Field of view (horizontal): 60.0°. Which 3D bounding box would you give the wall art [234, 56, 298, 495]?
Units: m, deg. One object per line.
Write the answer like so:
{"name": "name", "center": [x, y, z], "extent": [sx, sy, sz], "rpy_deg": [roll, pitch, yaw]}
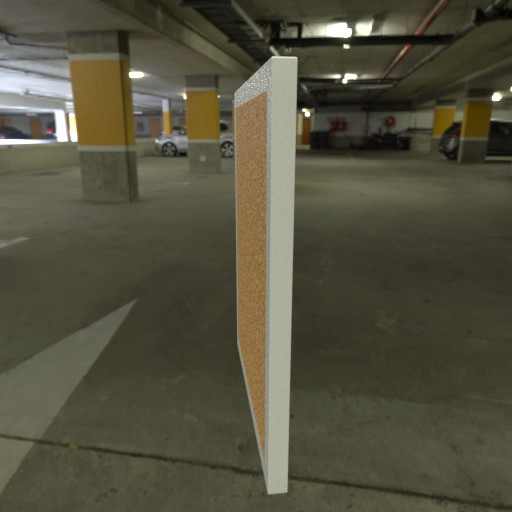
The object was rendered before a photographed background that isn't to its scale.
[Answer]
{"name": "wall art", "center": [0.000, 0.000, 0.752], "extent": [0.028, 0.556, 0.454], "rpy_deg": [-2, 16, -7]}
